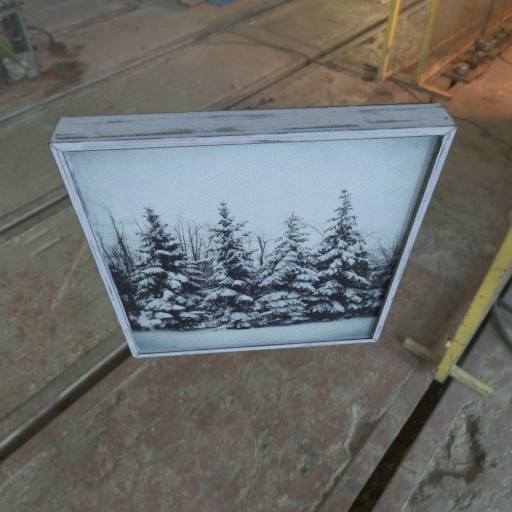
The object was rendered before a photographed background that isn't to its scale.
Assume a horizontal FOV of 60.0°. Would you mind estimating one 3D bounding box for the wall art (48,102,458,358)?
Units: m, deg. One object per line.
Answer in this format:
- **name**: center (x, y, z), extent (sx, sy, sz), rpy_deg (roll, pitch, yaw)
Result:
- **wall art**: center (0.000, 0.000, 0.450), extent (0.303, 0.303, 0.036), rpy_deg (-3, 47, -3)
